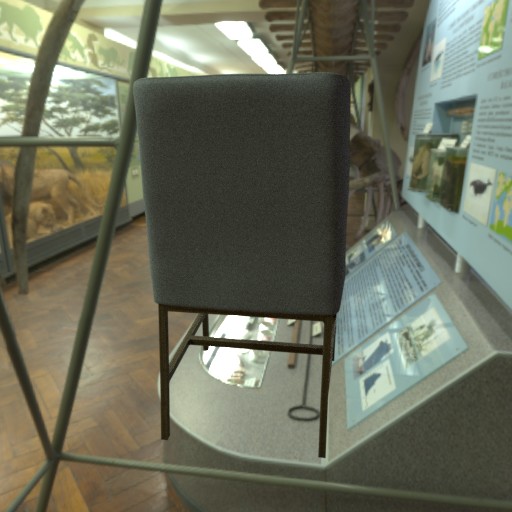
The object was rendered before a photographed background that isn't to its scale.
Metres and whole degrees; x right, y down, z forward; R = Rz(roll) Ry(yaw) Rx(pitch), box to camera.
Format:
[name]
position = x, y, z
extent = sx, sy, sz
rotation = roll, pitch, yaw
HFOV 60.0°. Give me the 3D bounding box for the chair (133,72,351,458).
[chair]
position = 0.000, 0.000, 1.240
extent = 0.508, 0.889, 0.587
rotation = 3, 16, 9
